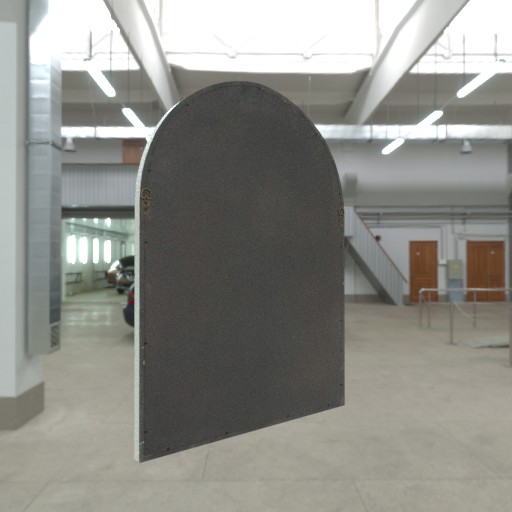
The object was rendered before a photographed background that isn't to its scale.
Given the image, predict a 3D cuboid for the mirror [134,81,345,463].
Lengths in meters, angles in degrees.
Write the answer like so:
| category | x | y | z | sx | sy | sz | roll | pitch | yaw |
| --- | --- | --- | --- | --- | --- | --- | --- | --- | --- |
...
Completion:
| category | x | y | z | sx | sy | sz | roll | pitch | yaw |
| --- | --- | --- | --- | --- | --- | --- | --- | --- | --- |
| mirror | 0.000 | 0.000 | 1.189 | 0.660 | 0.920 | 0.032 | 0 | -1 | -36 |
